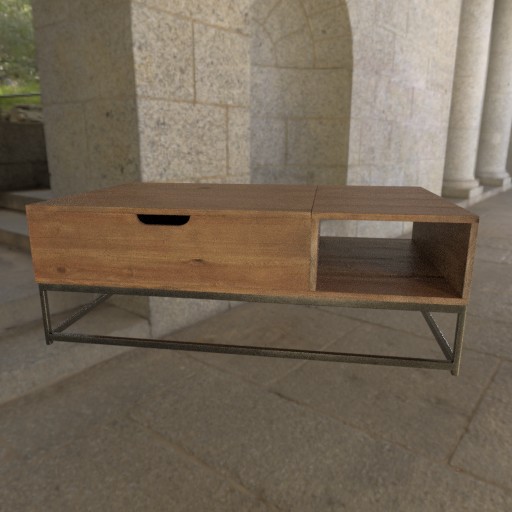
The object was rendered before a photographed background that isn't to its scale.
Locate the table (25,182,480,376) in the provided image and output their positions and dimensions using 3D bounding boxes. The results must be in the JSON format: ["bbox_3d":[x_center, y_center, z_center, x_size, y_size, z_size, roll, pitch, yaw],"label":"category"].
[{"bbox_3d":[0.000,0.000,1.420,1.101,0.395,0.655,2,15,9],"label":"table"}]
